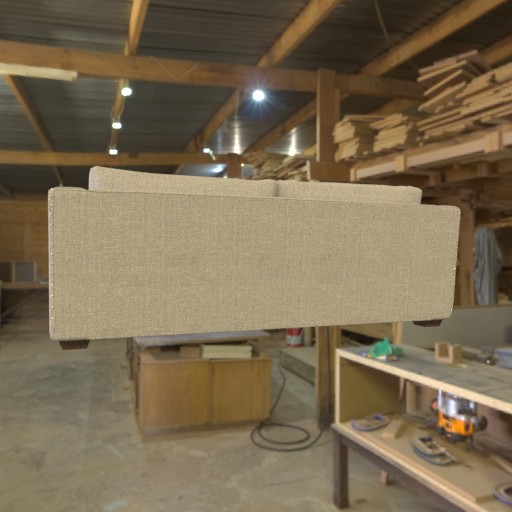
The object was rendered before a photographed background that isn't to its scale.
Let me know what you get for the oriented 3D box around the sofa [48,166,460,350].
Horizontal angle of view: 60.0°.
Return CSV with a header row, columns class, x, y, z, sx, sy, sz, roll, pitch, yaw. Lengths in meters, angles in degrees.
class,x,y,z,sx,sy,sz,roll,pitch,yaw
sofa,0.000,0.000,2.698,2.208,0.857,1.000,0,0,-19
